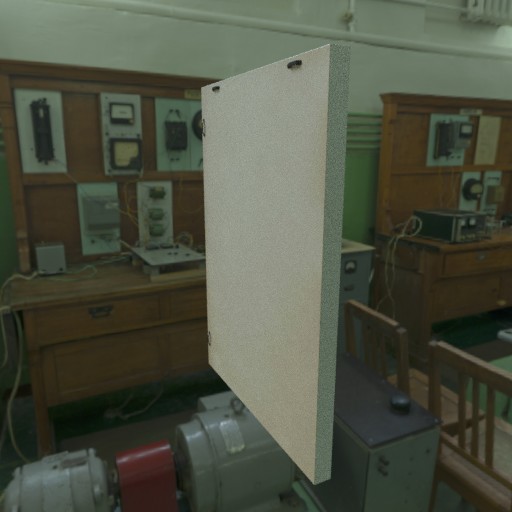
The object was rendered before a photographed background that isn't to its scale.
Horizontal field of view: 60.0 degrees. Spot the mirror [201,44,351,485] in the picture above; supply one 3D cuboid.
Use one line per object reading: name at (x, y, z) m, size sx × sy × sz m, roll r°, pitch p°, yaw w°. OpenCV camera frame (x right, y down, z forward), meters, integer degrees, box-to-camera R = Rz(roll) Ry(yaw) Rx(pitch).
mirror at (0.000, 0.000, 0.915) m, size 0.040 × 0.710 × 0.507 m, roll -7°, pitch 15°, yaw -26°
